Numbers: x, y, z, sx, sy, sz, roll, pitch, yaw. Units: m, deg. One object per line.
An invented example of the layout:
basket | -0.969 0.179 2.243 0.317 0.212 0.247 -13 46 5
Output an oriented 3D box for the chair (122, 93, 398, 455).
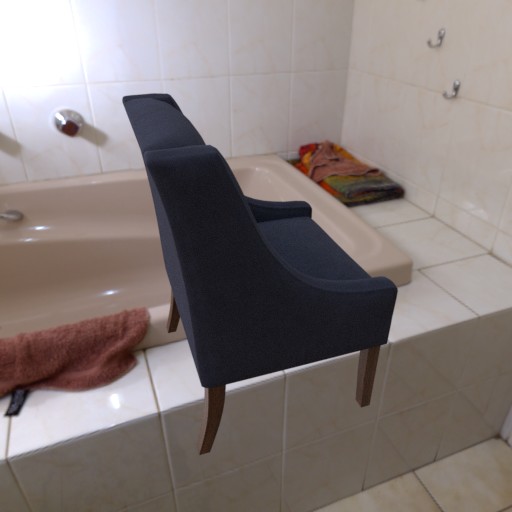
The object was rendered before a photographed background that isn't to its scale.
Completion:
chair | 0.000 0.000 1.364 0.629 0.895 0.629 -10 32 -16
